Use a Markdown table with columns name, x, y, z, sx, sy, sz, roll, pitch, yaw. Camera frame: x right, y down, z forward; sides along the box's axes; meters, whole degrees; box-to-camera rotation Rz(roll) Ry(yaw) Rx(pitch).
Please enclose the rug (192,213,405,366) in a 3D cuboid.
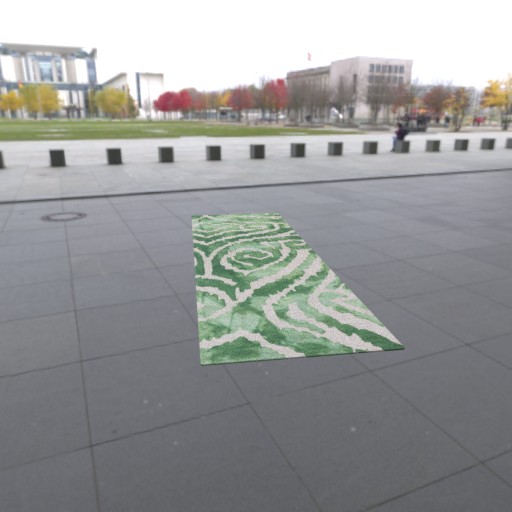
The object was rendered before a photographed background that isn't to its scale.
| name | x | y | z | sx | sy | sz | roll | pitch | yaw |
| --- | --- | --- | --- | --- | --- | --- | --- | --- | --- |
| rug | 0.000 | 0.000 | 2.753 | 0.761 | 0.006 | 2.438 | -3 | 18 | -8 |
